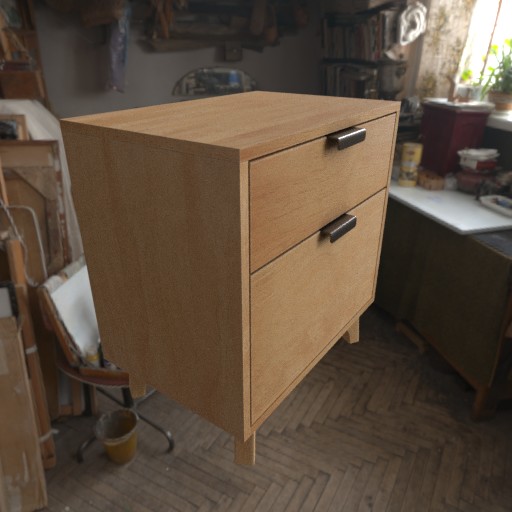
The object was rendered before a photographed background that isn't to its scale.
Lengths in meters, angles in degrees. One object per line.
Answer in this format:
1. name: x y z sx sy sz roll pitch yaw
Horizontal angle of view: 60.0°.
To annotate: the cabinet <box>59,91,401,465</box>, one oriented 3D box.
1. cabinet: 0.000 0.000 0.949 0.394 0.599 0.551 18 31 32
